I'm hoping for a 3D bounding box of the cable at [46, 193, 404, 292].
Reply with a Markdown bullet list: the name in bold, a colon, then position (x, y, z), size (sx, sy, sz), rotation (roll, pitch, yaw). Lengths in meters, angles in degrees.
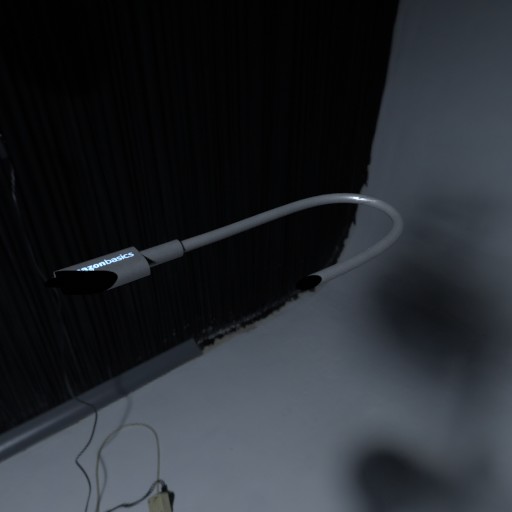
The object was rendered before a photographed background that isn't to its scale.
- **cable**: position (0.000, 0.000, 0.110), size (0.098, 0.005, 0.041), rotation (-21, 38, -30)
